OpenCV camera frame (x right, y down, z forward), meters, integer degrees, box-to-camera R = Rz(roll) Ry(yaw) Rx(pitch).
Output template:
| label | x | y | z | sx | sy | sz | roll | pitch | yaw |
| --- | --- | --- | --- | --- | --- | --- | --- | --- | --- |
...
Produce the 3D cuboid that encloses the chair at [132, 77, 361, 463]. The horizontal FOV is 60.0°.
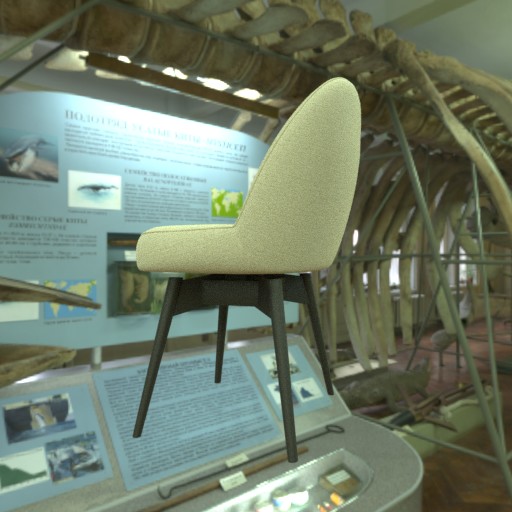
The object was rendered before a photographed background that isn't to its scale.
| label | x | y | z | sx | sy | sz | roll | pitch | yaw |
| --- | --- | --- | --- | --- | --- | --- | --- | --- | --- |
| chair | 0.000 | 0.000 | 1.177 | 0.540 | 0.838 | 0.532 | 0 | 0 | 19 |
